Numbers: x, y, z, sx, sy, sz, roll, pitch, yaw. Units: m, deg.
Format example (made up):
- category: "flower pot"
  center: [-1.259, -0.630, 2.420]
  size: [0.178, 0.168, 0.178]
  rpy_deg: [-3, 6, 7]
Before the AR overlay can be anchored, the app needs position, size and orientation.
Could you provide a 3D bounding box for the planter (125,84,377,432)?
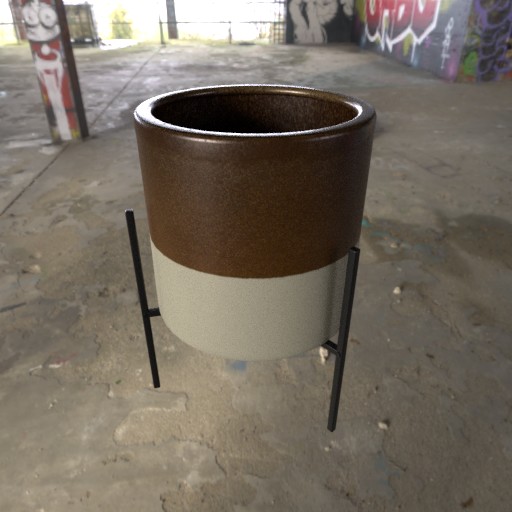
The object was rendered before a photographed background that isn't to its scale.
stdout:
- category: "planter"
  center: [0.000, 0.000, 0.562]
  size: [0.255, 0.375, 0.269]
  rpy_deg: [8, 32, 14]
